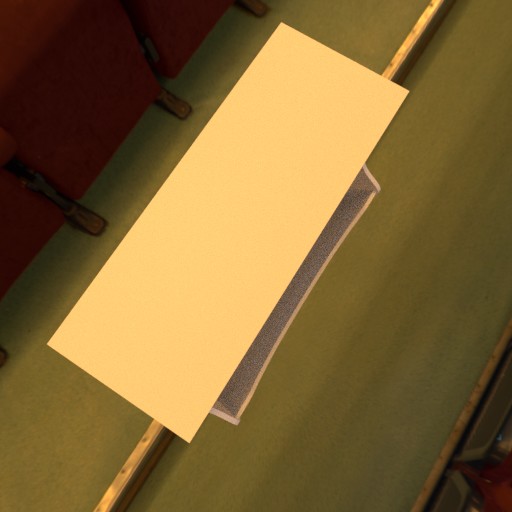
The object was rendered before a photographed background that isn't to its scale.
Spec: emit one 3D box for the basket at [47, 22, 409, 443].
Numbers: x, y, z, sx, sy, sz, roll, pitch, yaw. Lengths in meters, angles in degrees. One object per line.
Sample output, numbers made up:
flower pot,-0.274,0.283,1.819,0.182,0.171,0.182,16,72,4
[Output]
basket,0.000,0.000,1.144,0.376,0.625,0.792,32,79,7
